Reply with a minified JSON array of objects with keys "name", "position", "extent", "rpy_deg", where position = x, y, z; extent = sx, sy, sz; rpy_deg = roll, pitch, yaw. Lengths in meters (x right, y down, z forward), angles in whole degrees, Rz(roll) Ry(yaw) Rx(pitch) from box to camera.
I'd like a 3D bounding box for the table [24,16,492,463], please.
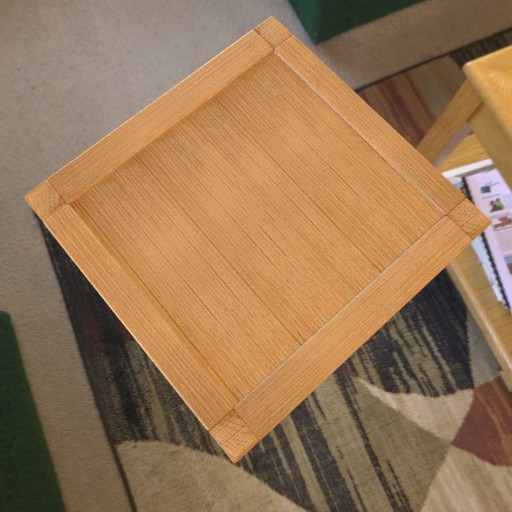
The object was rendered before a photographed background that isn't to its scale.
[{"name":"table","position":[0.000,0.000,1.027],"extent":[0.559,0.610,0.558],"rpy_deg":[-40,79,-10]}]
